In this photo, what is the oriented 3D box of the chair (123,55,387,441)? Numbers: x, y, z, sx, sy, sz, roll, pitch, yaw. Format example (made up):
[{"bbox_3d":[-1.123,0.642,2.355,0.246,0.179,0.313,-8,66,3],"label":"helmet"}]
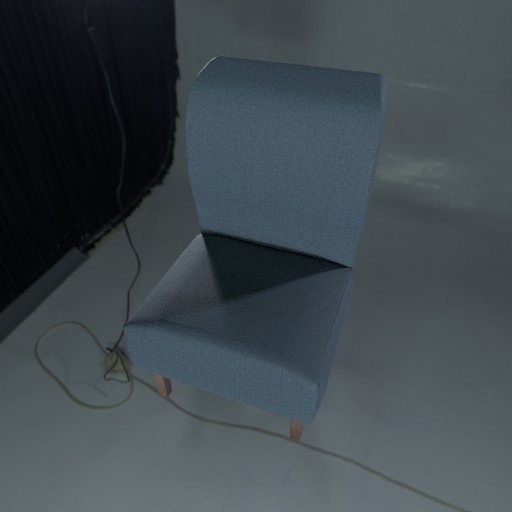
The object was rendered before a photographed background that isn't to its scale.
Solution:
[{"bbox_3d":[0.000,0.000,1.158,0.513,0.804,0.592,12,42,14],"label":"chair"}]
